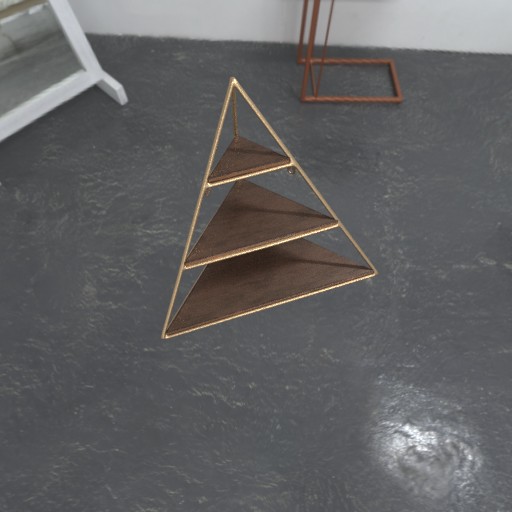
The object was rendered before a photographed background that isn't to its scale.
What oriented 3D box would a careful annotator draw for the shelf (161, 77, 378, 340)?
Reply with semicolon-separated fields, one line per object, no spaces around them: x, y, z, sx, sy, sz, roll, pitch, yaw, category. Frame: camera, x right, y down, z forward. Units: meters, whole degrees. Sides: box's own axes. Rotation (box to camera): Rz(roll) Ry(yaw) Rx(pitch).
0.000;0.000;1.157;0.564;0.913;0.294;-16;65;-8;shelf
